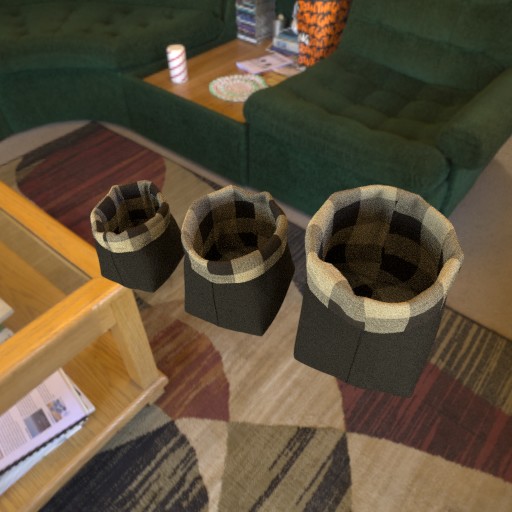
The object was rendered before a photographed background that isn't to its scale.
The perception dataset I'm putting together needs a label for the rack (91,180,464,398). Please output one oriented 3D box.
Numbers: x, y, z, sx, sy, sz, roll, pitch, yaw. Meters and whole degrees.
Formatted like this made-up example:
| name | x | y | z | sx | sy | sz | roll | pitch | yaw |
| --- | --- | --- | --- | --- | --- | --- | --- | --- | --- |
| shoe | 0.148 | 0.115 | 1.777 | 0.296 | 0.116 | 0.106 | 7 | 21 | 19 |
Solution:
| name | x | y | z | sx | sy | sz | roll | pitch | yaw |
| --- | --- | --- | --- | --- | --- | --- | --- | --- | --- |
| rack | 0.000 | 0.000 | 1.070 | 0.889 | 0.329 | 0.370 | 16 | 48 | 15 |
